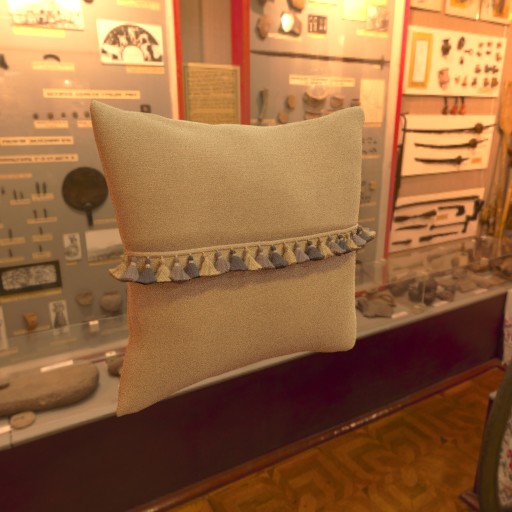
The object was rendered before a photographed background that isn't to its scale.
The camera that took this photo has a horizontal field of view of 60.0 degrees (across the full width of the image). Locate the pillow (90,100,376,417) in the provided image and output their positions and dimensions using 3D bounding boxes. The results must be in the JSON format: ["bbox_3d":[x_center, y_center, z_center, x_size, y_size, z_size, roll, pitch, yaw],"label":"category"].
[{"bbox_3d":[0.000,0.000,0.738,0.489,0.481,0.165,-9,19,-27],"label":"pillow"}]
